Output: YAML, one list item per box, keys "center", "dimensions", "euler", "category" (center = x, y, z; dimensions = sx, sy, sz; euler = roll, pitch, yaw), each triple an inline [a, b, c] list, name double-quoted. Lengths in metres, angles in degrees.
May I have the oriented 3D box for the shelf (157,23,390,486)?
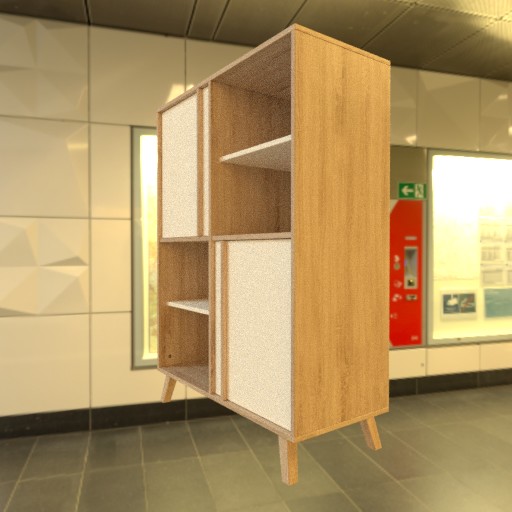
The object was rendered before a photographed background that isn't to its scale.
- center: [0.000, 0.000, 1.852]
  dimensions: [0.450, 1.390, 1.000]
  euler: [-1, 1, -36]
  category: "shelf"
